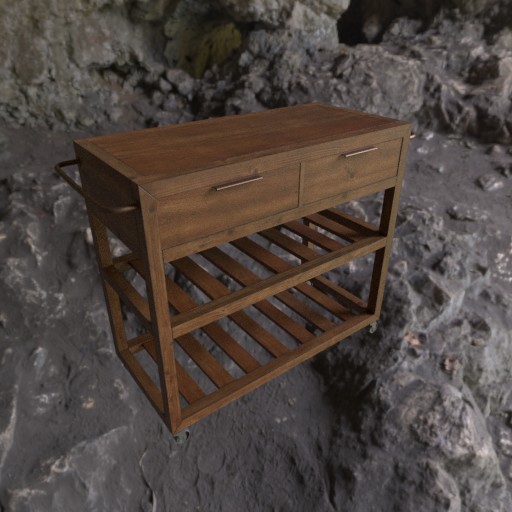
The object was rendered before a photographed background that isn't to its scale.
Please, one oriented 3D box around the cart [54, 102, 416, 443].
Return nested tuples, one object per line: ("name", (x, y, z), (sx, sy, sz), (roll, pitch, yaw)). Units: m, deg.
("cart", (0.000, 0.000, 1.492), (1.065, 0.830, 0.445), (-20, 35, -31))
